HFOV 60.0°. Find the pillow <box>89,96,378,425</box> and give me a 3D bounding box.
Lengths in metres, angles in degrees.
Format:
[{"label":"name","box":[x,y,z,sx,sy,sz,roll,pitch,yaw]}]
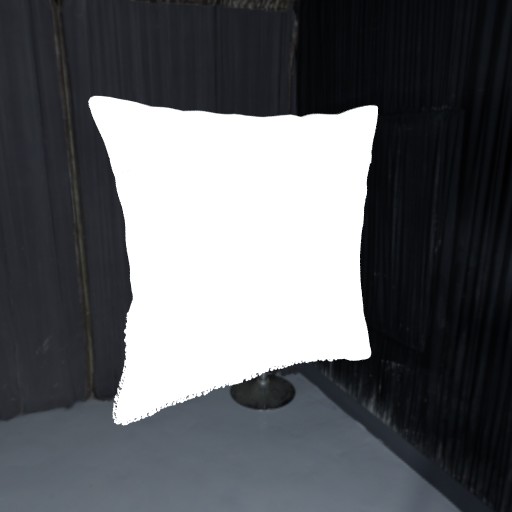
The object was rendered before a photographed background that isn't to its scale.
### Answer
[{"label":"pillow","box":[0.000,0.000,0.707,0.475,0.473,0.178,-7,16,-26]}]
